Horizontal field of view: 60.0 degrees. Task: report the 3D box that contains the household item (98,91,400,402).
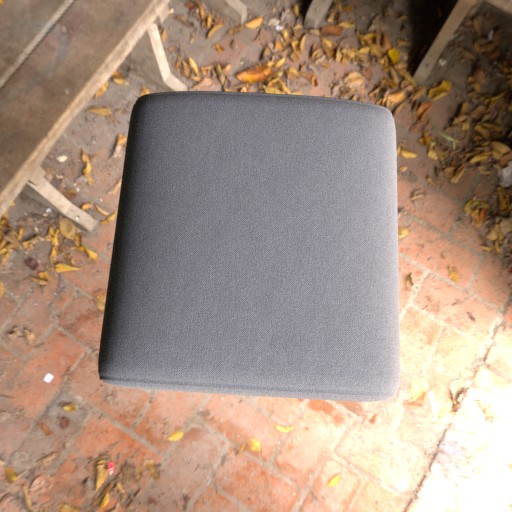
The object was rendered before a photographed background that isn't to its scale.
[{"bbox_3d":[0.000,0.000,0.897,0.530,0.410,0.530,3,77,1],"label":"household item"}]
